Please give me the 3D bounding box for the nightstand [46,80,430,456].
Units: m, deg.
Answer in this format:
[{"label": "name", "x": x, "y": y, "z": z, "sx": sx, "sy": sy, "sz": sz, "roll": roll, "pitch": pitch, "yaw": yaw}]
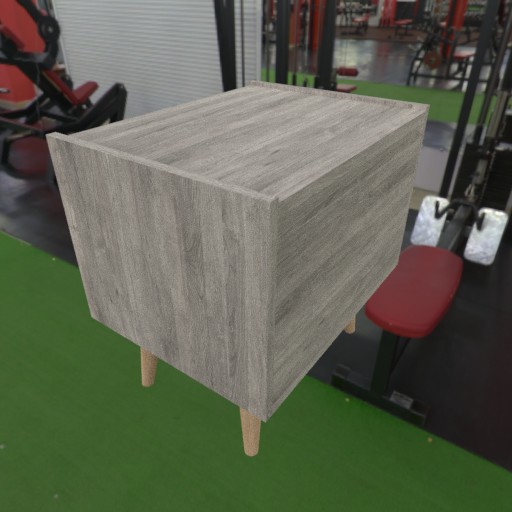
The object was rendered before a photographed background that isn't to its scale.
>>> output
[{"label": "nightstand", "x": 0.000, "y": 0.000, "z": 0.812, "sx": 0.380, "sy": 0.500, "sz": 0.480, "roll": 21, "pitch": 38, "yaw": 30}]
